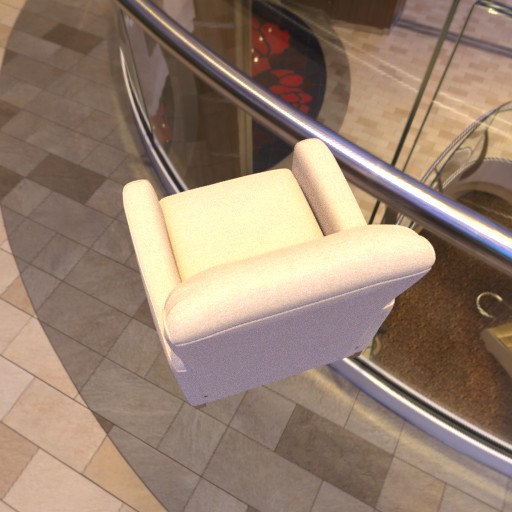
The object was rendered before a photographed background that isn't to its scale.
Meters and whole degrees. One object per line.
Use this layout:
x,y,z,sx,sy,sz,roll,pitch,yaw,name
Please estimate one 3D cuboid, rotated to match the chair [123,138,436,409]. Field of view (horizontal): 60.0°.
0.000,0.000,1.638,0.841,1.023,0.858,-16,60,-9,chair
